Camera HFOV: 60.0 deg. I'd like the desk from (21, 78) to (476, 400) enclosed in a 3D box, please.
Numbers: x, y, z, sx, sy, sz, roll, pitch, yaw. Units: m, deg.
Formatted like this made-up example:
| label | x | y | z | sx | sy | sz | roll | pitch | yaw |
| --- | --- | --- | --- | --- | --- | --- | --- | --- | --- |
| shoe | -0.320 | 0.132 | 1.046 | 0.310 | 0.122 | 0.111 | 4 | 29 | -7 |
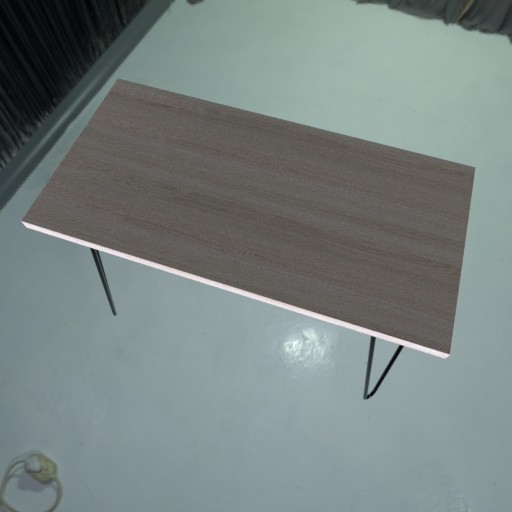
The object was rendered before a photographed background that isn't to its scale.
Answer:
| label | x | y | z | sx | sy | sz | roll | pitch | yaw |
| --- | --- | --- | --- | --- | --- | --- | --- | --- | --- |
| desk | 0.000 | 0.000 | 1.364 | 0.991 | 0.660 | 0.499 | 17 | 64 | 8 |
